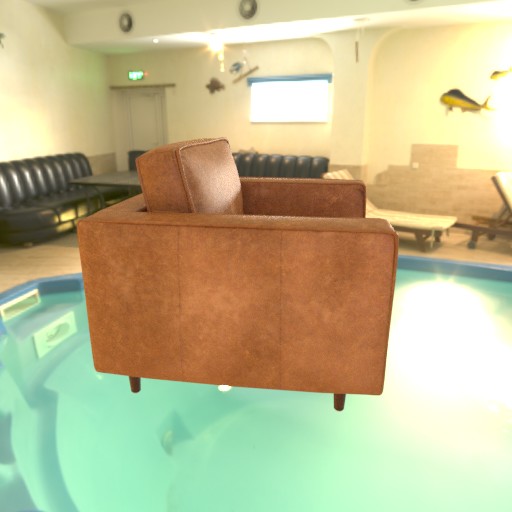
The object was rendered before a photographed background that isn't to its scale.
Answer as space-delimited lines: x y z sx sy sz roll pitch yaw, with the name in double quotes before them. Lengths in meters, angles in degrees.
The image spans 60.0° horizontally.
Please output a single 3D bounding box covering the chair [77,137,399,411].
"chair" 0.000 0.000 1.519 0.798 0.767 0.928 2 17 8
